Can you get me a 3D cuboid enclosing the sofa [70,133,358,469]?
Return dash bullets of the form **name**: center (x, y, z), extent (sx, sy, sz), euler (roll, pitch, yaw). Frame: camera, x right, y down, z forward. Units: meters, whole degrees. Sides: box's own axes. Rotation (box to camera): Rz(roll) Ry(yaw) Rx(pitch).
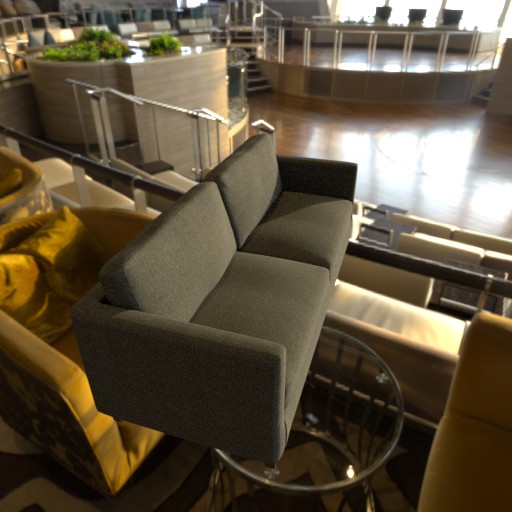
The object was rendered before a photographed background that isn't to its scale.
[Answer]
- **sofa**: center (0.000, 0.000, 2.728), extent (0.948, 0.965, 2.208), euler (10, 33, 16)
